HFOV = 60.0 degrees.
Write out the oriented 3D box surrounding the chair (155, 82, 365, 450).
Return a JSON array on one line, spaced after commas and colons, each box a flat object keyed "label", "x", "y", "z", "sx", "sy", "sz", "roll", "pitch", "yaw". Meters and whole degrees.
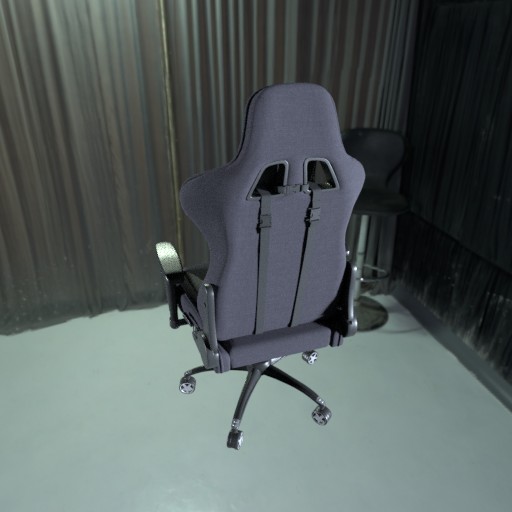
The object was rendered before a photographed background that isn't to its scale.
[{"label": "chair", "x": 0.000, "y": 0.000, "z": 1.704, "sx": 0.730, "sy": 1.300, "sz": 0.695, "roll": -9, "pitch": 28, "yaw": -17}]
